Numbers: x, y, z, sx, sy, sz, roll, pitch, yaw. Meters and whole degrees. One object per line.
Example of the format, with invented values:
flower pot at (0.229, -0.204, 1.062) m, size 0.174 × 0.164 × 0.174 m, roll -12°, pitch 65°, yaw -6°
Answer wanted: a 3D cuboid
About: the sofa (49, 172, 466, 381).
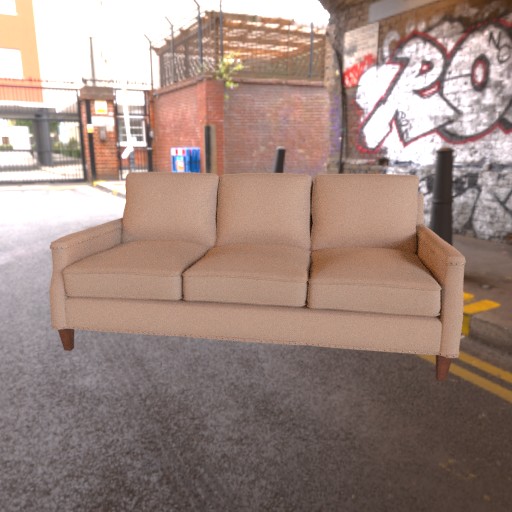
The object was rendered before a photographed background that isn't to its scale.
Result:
sofa at (0.000, 0.000, 2.807) m, size 2.246 × 1.003 × 1.084 m, roll 2°, pitch 14°, yaw 9°
